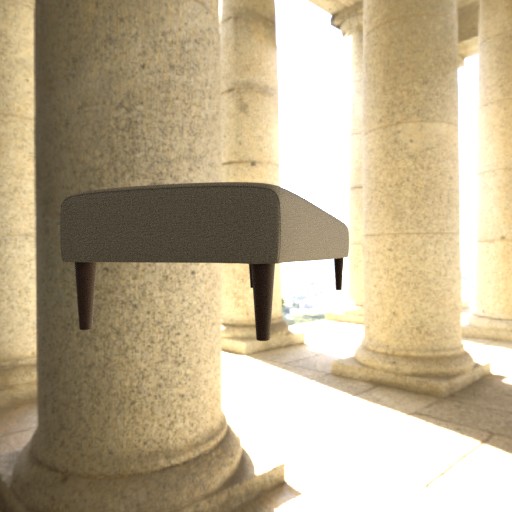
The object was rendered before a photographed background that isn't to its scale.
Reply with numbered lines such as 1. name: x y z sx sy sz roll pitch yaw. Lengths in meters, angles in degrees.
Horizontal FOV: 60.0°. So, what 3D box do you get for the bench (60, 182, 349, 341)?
1. bench: 0.000 0.000 1.864 0.646 0.393 1.609 0 0 17
